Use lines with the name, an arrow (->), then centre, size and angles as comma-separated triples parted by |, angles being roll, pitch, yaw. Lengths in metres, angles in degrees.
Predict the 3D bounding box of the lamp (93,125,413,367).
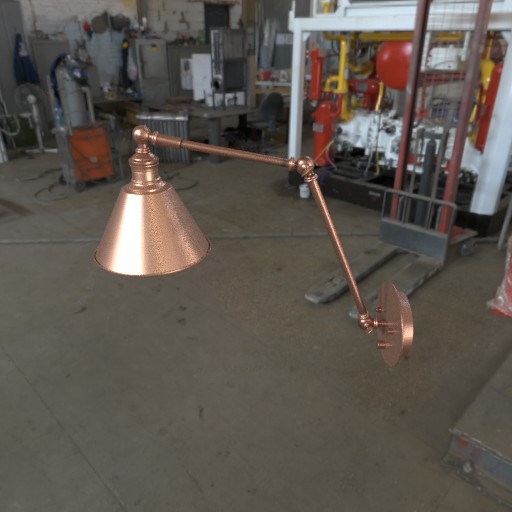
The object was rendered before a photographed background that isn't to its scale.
lamp -> 0.000, 0.000, 0.877 | 0.624, 0.502, 0.223 | 0, 26, 0
